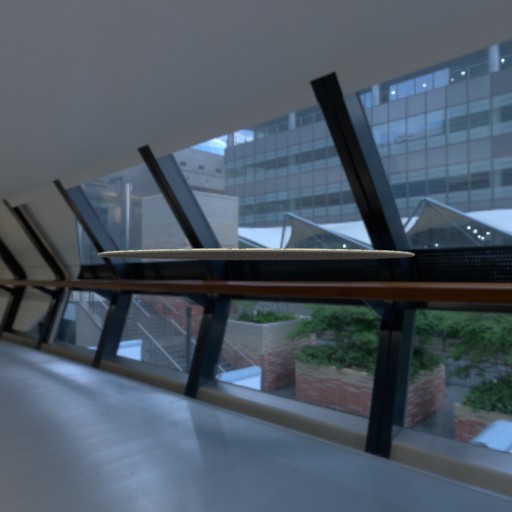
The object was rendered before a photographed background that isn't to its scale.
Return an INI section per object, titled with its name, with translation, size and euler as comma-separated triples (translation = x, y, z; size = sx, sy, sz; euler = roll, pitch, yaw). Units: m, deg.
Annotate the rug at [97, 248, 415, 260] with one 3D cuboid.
[rug]
translation = 0.000, 0.000, 2.362
size = 1.593, 0.012, 1.593
euler = 0, -2, 0
